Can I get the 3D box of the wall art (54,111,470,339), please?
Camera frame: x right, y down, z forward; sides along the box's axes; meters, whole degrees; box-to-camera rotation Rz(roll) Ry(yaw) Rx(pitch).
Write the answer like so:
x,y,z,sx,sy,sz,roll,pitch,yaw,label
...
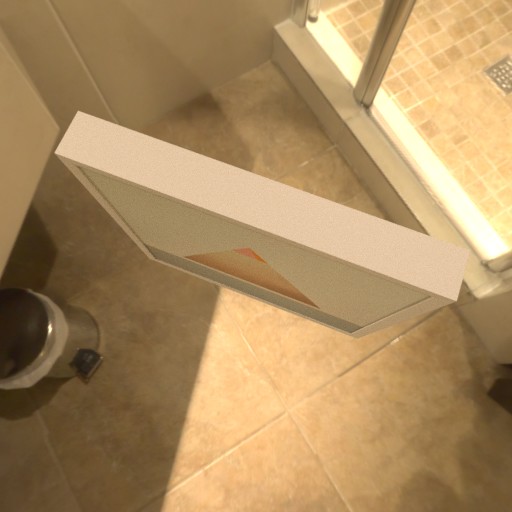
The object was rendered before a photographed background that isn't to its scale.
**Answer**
x,y,z,sx,sy,sz,roll,pitch,yaw,label
0.000,0.000,0.465,0.305,0.304,0.038,21,76,5,wall art
